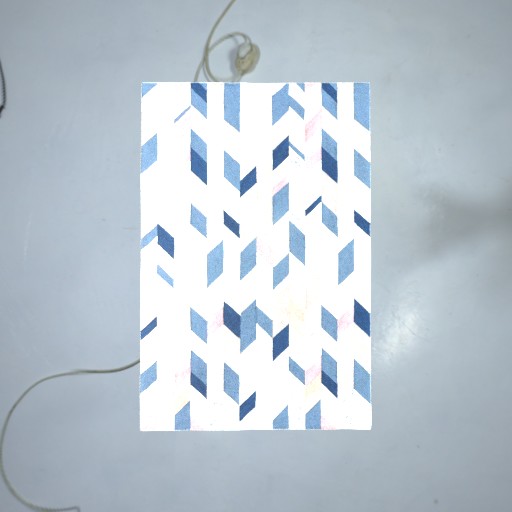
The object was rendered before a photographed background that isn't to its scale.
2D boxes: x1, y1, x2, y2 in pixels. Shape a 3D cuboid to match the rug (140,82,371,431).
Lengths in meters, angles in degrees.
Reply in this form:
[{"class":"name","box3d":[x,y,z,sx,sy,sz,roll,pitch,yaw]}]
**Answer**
[{"class":"rug","box3d":[0.000,0.000,2.307,1.202,0.006,1.813,0,90,-1]}]
